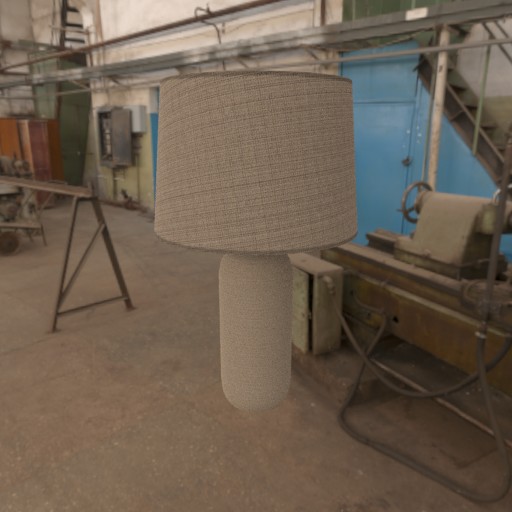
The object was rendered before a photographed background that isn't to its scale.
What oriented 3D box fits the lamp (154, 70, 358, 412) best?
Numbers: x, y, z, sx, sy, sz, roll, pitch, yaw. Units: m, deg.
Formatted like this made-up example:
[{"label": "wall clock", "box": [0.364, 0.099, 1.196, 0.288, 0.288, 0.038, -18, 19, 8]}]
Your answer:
[{"label": "lamp", "box": [0.000, 0.000, 0.833, 0.367, 0.609, 0.367, 0, 16, 0]}]
